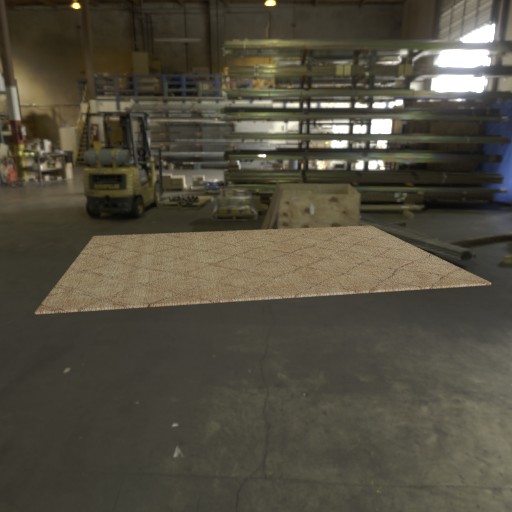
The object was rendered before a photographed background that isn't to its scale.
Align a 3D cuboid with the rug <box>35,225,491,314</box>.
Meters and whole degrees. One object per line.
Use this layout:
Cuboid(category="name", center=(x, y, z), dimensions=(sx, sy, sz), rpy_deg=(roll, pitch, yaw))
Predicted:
Cuboid(category="rug", center=(0.000, 0.000, 2.907), dimensions=(2.292, 0.014, 1.528), rpy_deg=(-3, 16, -10))
